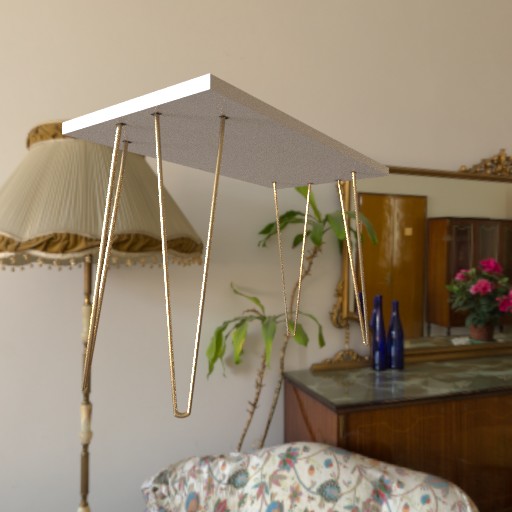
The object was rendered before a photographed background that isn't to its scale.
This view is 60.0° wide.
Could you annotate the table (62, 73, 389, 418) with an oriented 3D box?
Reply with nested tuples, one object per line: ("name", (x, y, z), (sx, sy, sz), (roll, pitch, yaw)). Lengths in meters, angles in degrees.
("table", (0.000, 0.000, 1.370), (0.498, 0.660, 0.991), (-1, -2, 36))
